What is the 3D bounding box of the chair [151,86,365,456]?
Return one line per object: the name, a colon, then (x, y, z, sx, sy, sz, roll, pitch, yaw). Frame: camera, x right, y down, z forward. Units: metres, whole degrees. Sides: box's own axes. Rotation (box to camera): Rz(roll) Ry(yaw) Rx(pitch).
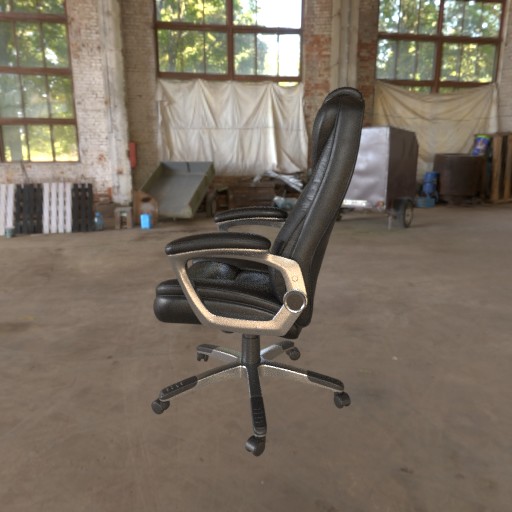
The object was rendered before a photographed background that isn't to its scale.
chair: (0.000, 0.000, 1.531, 0.689, 1.075, 0.697, 2, 14, 9)
